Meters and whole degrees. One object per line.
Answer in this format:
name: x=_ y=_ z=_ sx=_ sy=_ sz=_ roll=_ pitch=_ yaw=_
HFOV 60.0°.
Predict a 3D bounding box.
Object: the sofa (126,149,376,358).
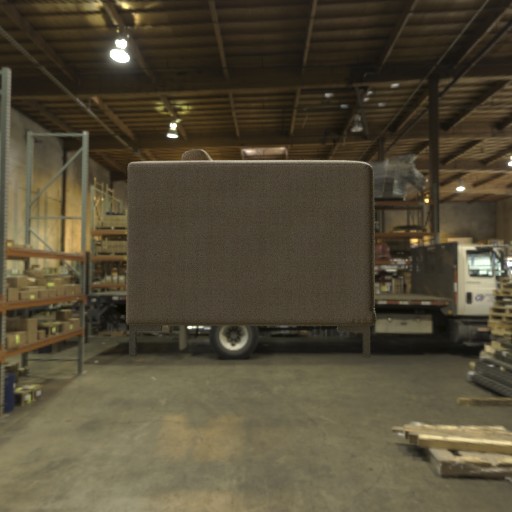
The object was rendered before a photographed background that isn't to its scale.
sofa: x=0.000 y=0.000 z=2.903 sx=0.969 sy=0.867 sz=2.415 roll=0 pitch=-2 yaw=1
